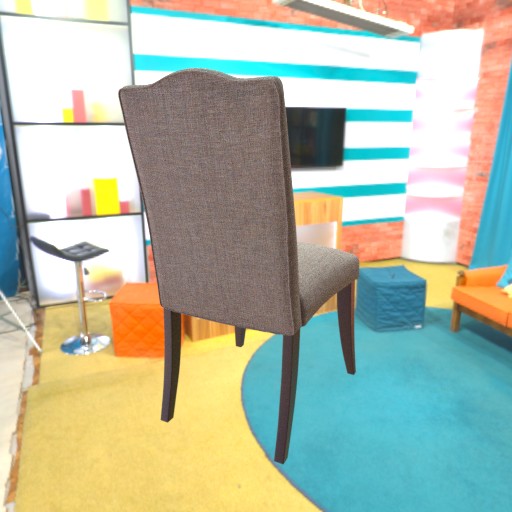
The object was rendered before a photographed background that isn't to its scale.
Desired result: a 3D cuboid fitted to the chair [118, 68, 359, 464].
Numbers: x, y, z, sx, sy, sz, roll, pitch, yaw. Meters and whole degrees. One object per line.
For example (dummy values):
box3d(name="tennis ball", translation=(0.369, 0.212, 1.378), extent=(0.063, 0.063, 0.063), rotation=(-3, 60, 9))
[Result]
box3d(name="chair", translation=(0.000, 0.000, 1.384), extent=(0.513, 1.016, 0.660), rotation=(8, 17, 26))
